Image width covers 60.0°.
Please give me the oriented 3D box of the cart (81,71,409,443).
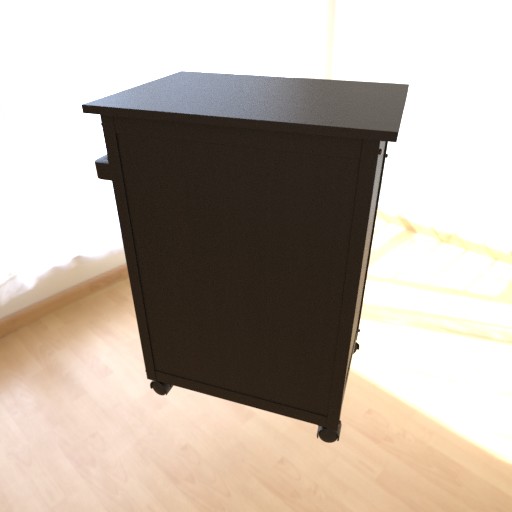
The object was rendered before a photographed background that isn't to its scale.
[{"bbox_3d":[0.000,0.000,1.249,0.660,0.879,0.456,10,33,16],"label":"cart"}]
